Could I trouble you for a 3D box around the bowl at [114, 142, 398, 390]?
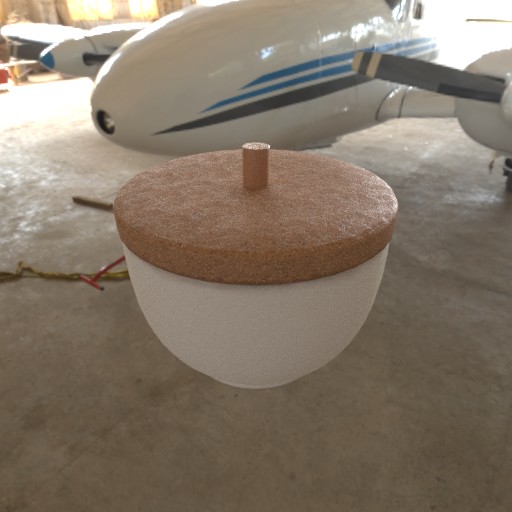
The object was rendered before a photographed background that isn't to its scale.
[{"bbox_3d":[0.000,0.000,0.220,0.126,0.110,0.126,0,30,0],"label":"bowl"}]
